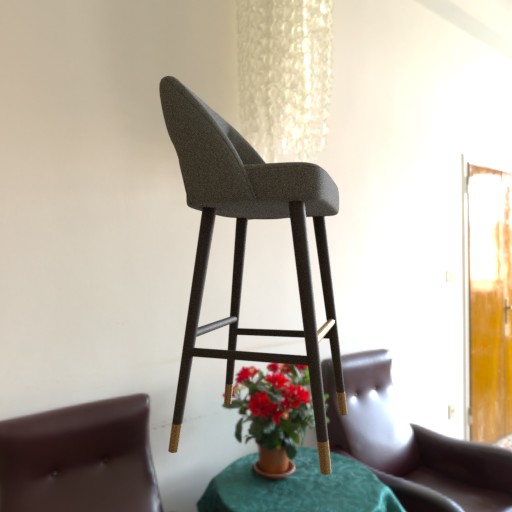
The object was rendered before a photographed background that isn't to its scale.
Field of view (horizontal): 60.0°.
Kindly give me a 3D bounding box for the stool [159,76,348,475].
[{"bbox_3d":[0.000,0.000,1.395,0.524,1.089,0.536,0,-1,17],"label":"stool"}]
